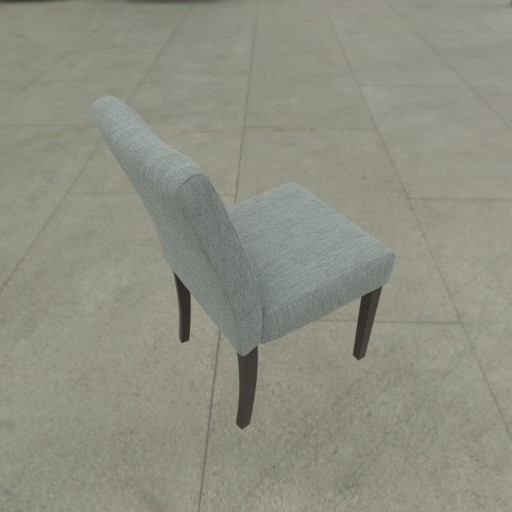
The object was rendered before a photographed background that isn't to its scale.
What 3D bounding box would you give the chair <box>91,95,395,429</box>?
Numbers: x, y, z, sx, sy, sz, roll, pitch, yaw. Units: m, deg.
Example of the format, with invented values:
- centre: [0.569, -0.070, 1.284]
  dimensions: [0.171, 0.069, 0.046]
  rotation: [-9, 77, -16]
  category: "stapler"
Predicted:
- centre: [0.000, 0.000, 1.244]
  dimensions: [0.629, 0.884, 0.487]
  rotation: [-23, 45, -25]
  category: "chair"
